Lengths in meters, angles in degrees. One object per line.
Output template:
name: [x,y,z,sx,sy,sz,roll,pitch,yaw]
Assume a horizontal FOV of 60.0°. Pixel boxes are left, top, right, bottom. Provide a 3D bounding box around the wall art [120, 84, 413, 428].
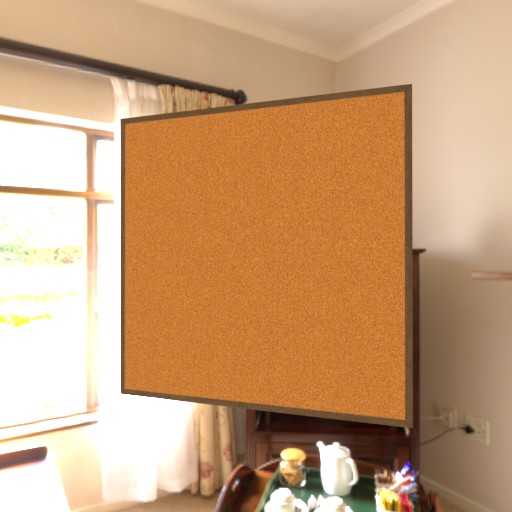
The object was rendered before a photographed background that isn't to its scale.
wall art: [0.000,0.000,0.455,0.303,0.302,0.038,0,0,19]
